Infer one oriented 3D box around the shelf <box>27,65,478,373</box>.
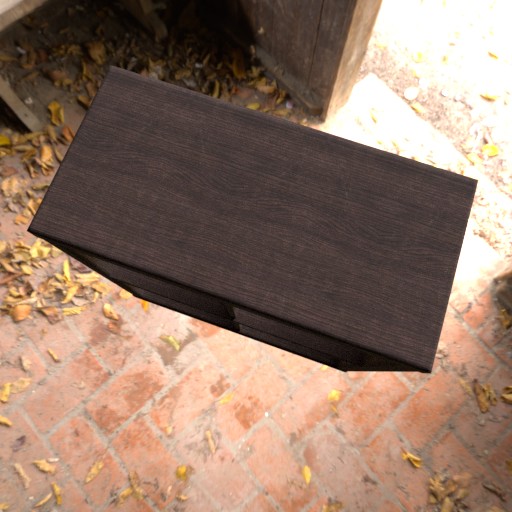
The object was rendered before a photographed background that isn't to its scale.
[{"bbox_3d":[0.000,0.000,1.239,0.790,0.786,0.390,19,76,5],"label":"shelf"}]
